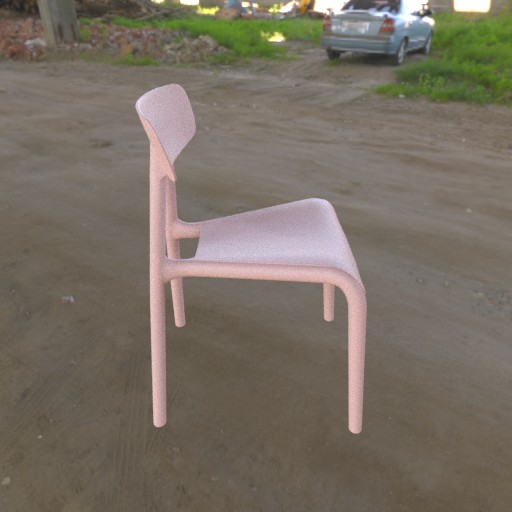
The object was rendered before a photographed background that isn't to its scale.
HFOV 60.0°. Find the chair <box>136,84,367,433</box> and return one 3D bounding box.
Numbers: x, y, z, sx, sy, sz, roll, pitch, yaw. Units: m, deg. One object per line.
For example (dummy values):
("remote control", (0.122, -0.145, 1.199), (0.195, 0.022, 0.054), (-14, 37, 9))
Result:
("chair", (0.000, 0.000, 0.843), (0.401, 0.580, 0.356), (0, 31, -1))
